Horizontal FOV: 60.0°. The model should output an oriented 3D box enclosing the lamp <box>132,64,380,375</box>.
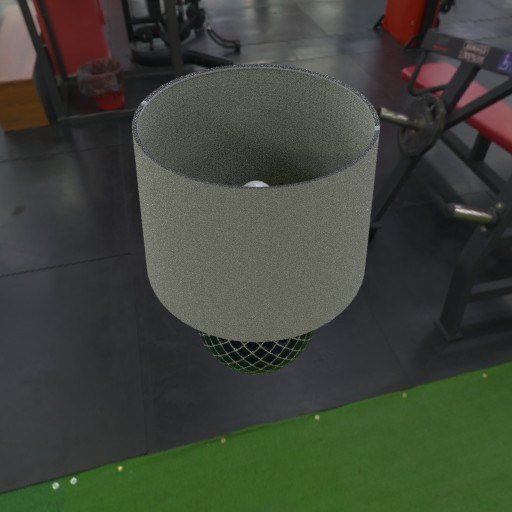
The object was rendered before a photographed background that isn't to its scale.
[{"bbox_3d":[0.000,0.000,0.784,0.376,0.540,0.376,0,46,0],"label":"lamp"}]
